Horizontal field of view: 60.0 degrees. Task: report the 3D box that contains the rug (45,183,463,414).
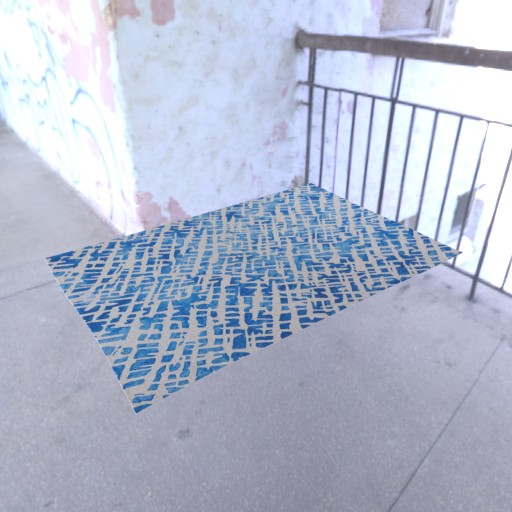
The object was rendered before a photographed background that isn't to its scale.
[{"bbox_3d":[0.000,0.000,2.322,1.830,0.011,1.209,-20,36,-30],"label":"rug"}]
